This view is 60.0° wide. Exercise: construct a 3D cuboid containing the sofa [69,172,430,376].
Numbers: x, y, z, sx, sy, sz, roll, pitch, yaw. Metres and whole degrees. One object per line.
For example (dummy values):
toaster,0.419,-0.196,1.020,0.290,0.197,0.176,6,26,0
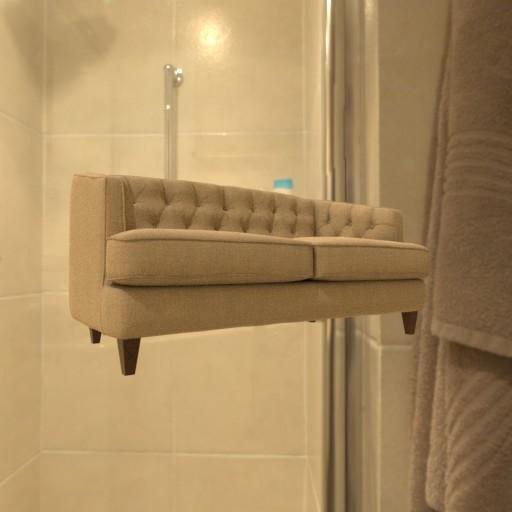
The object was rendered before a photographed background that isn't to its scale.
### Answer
sofa,0.000,0.000,2.291,1.733,0.855,0.941,1,-2,-35
